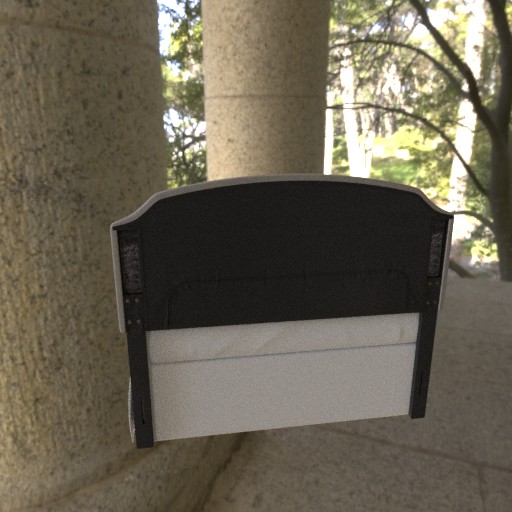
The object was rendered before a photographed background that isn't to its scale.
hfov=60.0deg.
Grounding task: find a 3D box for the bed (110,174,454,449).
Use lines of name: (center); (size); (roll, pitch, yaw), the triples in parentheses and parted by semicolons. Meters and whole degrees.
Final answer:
bed: (0.000, 0.000, 2.972); (1.558, 1.270, 1.999); (-3, 16, -9)
